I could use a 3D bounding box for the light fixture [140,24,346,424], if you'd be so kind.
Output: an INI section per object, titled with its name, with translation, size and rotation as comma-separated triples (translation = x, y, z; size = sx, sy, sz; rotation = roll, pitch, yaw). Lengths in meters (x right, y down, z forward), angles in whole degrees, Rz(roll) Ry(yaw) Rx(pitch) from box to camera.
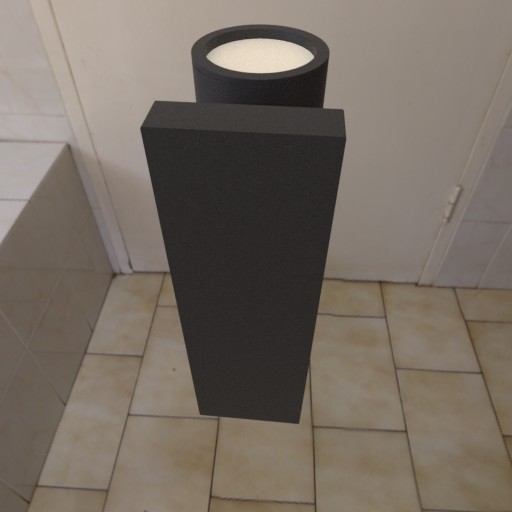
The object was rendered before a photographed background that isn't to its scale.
[light fixture]
translation = 0.000, 0.000, 0.389
size = 0.105, 0.330, 0.149
rotation = 4, 46, 4
